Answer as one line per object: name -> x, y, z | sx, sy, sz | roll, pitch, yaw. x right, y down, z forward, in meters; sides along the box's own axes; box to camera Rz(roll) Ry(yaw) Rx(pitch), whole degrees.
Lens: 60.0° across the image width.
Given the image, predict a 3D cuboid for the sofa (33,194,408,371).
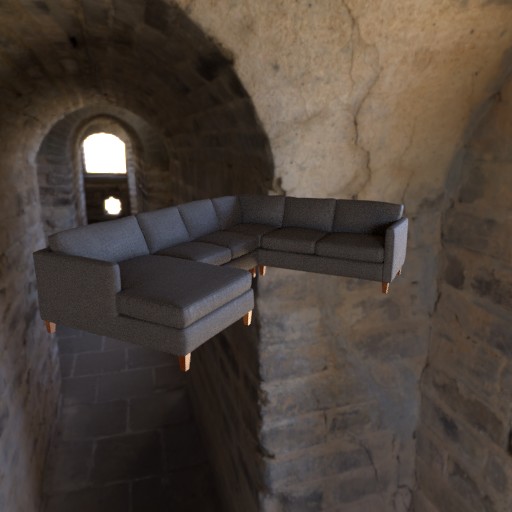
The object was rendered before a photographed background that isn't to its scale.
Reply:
sofa -> 0.000, 0.000, 4.739 | 2.594, 0.961, 3.460 | 7, 16, 27
